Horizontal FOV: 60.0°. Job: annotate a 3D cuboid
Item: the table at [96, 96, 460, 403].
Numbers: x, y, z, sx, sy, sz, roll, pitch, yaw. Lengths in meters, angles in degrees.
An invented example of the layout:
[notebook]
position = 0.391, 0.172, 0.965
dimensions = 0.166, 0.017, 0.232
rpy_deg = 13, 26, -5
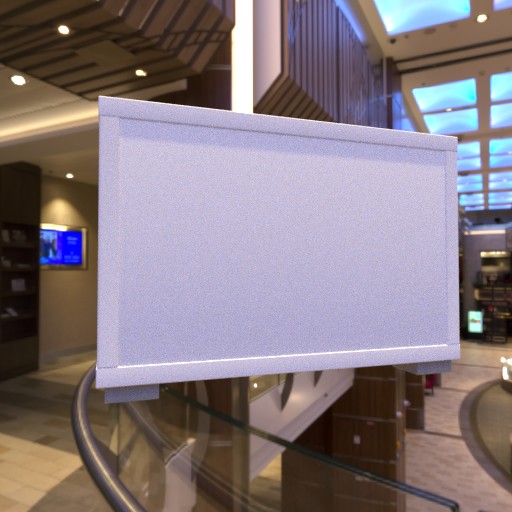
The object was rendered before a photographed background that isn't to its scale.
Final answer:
[table]
position = 0.000, 0.000, 0.779
dimensions = 0.517, 0.357, 0.399
rpy_deg = 1, -2, -18
